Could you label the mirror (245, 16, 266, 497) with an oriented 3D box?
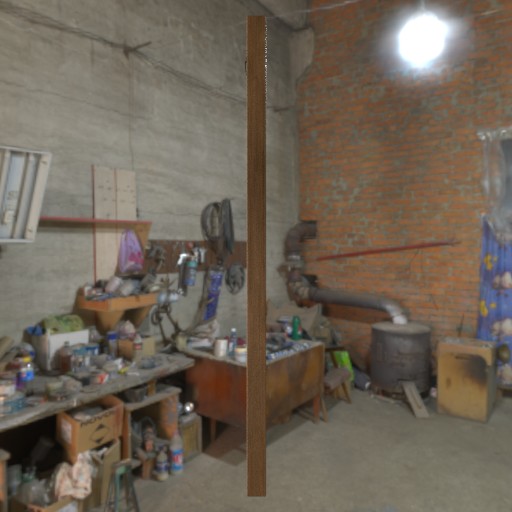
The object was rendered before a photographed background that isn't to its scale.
[{"bbox_3d":[0.000,0.000,1.147,0.041,0.915,0.609,0,0,0],"label":"mirror"}]
